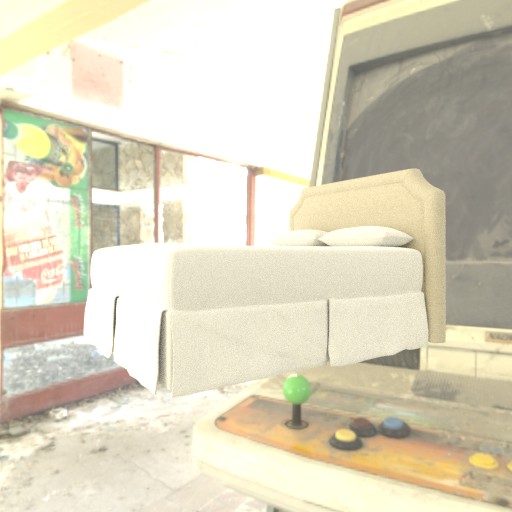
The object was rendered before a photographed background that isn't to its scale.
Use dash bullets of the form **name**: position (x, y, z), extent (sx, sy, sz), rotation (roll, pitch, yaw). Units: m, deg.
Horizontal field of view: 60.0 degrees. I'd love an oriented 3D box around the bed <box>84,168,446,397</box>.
- **bed**: position (0.000, 0.000, 3.232), extent (2.116, 1.290, 1.693), rotation (0, 1, -34)
